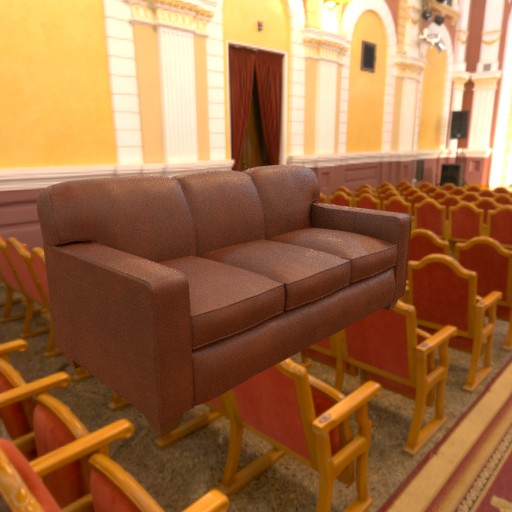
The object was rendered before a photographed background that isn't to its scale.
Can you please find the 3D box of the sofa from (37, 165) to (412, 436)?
[{"bbox_3d":[0.000,0.000,2.570,1.008,0.953,2.039,14,20,42],"label":"sofa"}]
